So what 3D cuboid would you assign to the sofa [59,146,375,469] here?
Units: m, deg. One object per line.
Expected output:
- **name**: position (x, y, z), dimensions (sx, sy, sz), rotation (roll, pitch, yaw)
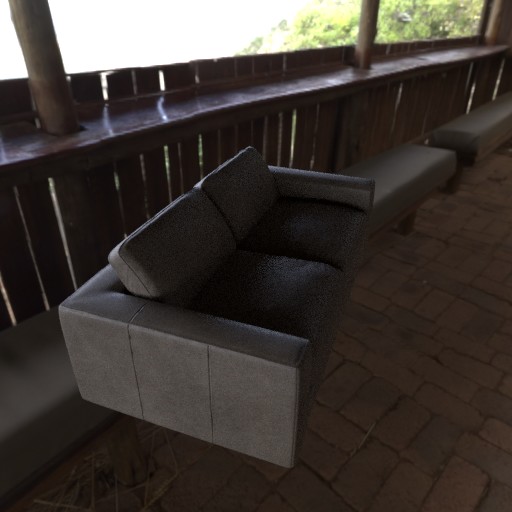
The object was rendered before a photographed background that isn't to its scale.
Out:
- **sofa**: position (0.000, 0.000, 2.506), dimensions (1.070, 0.800, 1.920), rotation (11, 33, 18)
